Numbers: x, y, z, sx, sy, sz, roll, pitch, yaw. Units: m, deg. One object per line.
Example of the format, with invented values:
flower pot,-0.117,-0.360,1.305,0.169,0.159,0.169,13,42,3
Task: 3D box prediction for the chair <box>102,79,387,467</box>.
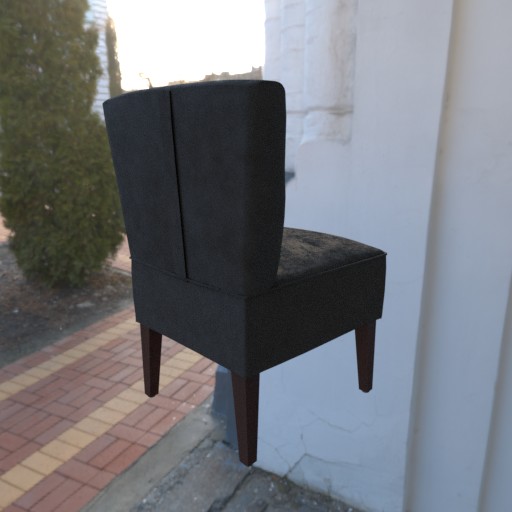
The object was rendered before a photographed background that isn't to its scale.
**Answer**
chair,0.000,0.000,1.166,0.521,0.806,0.554,14,20,43
